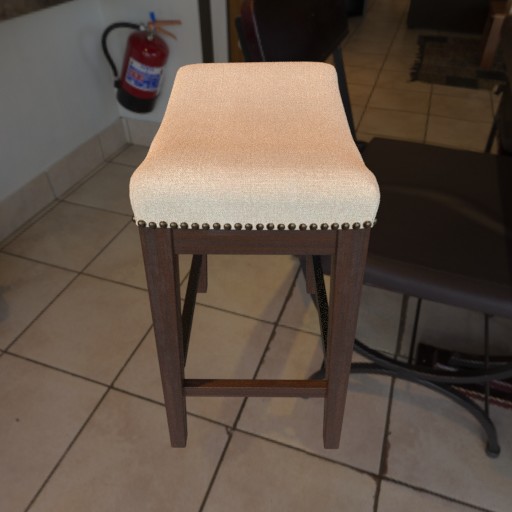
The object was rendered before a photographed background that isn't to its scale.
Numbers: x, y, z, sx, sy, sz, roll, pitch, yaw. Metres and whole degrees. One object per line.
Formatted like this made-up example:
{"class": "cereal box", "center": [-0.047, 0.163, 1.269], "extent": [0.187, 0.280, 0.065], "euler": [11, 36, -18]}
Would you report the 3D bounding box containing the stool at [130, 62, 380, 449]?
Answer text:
{"class": "stool", "center": [0.000, 0.000, 0.943], "extent": [0.363, 0.669, 0.509], "euler": [0, 40, 0]}
